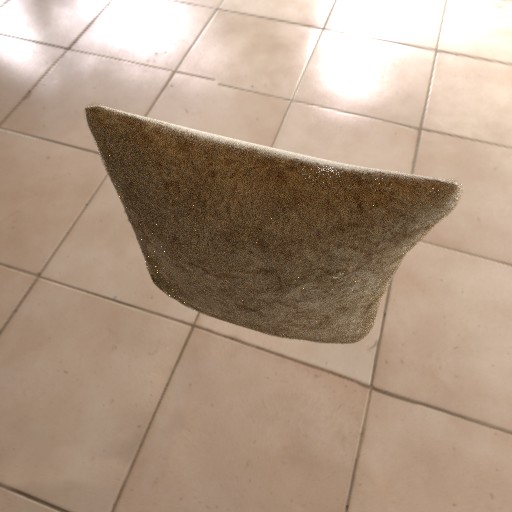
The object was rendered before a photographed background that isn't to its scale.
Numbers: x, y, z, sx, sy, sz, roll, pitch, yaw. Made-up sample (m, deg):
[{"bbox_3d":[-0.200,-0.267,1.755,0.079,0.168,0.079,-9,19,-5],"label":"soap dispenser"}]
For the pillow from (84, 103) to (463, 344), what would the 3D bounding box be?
[{"bbox_3d":[0.000,0.000,0.799,0.538,0.525,0.216,15,60,9],"label":"pillow"}]
